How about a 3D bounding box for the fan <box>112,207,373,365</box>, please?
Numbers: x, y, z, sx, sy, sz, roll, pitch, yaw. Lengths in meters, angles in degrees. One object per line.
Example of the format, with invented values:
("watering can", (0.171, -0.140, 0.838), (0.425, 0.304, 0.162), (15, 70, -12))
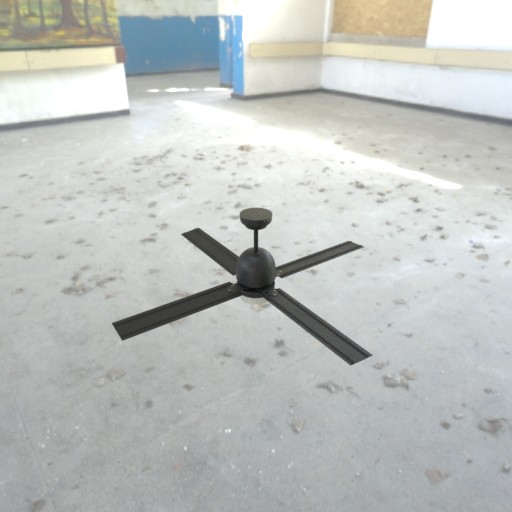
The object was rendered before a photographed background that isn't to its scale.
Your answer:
("fan", (0.000, 0.000, 1.988), (1.319, 0.410, 1.319), (-19, 34, -32))
